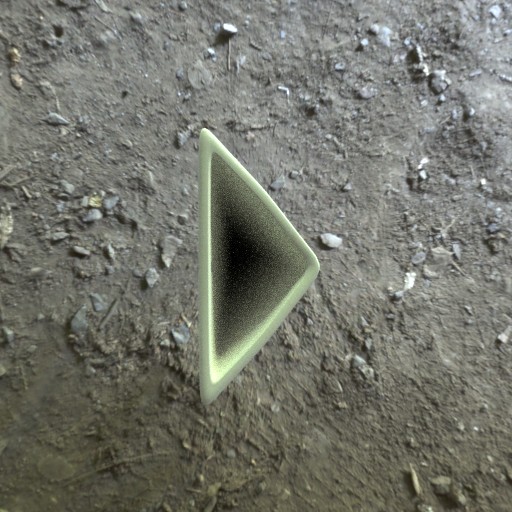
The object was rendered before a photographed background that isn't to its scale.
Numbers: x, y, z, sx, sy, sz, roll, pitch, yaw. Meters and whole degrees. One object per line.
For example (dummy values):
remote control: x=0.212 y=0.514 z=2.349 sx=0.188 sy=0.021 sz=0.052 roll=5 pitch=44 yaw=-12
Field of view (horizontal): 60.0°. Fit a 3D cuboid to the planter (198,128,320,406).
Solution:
planter: x=0.000 y=0.000 z=0.394 sx=0.065 sy=0.338 sz=0.143 roll=0 pitch=92 yaw=-1
